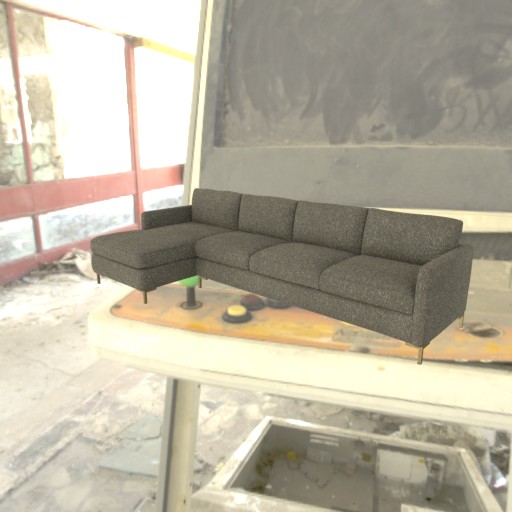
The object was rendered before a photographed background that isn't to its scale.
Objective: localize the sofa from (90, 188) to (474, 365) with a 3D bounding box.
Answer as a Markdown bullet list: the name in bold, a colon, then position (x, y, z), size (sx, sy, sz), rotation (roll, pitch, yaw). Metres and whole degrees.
- **sofa**: position (0.000, 0.000, 3.567), size (2.932, 0.810, 1.350), rotation (13, 20, 40)
